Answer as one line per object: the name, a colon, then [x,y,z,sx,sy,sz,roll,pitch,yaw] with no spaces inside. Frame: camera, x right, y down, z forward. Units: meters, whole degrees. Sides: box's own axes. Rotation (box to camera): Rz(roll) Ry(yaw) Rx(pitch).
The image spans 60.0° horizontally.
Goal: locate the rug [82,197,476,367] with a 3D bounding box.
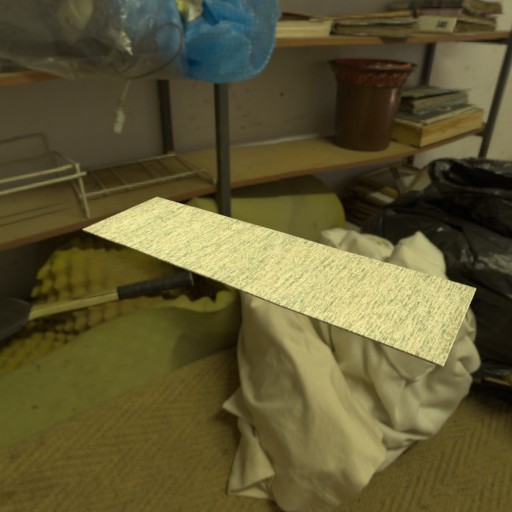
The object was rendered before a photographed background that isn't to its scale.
rug: [0.000,0.000,2.607,2.290,0.014,0.700,18,34,29]
